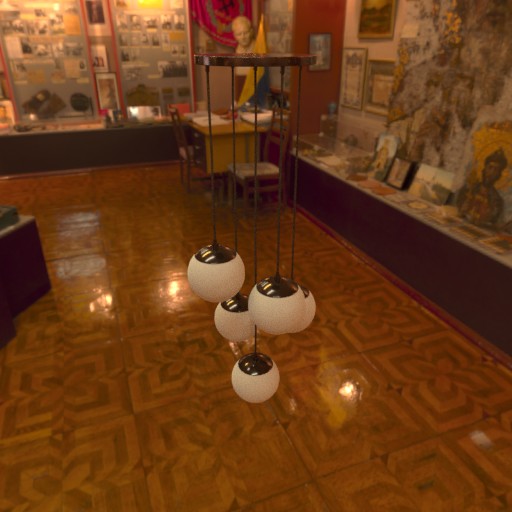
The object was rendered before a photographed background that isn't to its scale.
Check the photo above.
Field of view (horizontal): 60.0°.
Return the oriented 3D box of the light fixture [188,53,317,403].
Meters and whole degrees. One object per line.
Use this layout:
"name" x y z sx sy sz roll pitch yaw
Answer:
"light fixture" 0.000 0.000 1.536 0.489 1.271 0.484 -9 27 -17
